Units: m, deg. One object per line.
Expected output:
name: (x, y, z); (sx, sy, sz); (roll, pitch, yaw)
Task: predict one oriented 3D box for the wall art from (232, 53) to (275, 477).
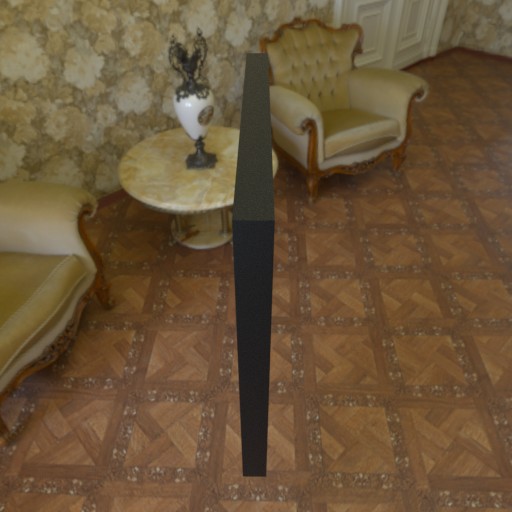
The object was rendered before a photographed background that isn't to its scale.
wall art: (0.000, 0.000, 0.750); (0.038, 0.508, 0.508); (0, 40, 0)
